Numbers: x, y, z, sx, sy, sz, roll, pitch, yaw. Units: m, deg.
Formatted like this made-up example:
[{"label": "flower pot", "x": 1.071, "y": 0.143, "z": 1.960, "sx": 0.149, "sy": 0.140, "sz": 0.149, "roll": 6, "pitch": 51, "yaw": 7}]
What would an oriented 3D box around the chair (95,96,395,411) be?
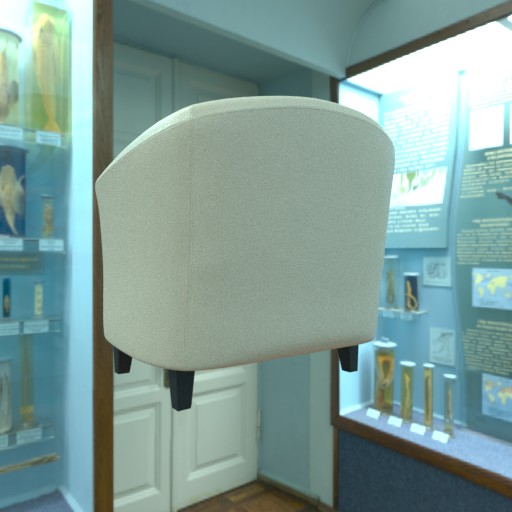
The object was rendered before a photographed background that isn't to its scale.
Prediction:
[{"label": "chair", "x": 0.000, "y": 0.000, "z": 1.366, "sx": 0.792, "sy": 0.756, "sz": 0.727, "roll": 0, "pitch": 0, "yaw": -36}]
